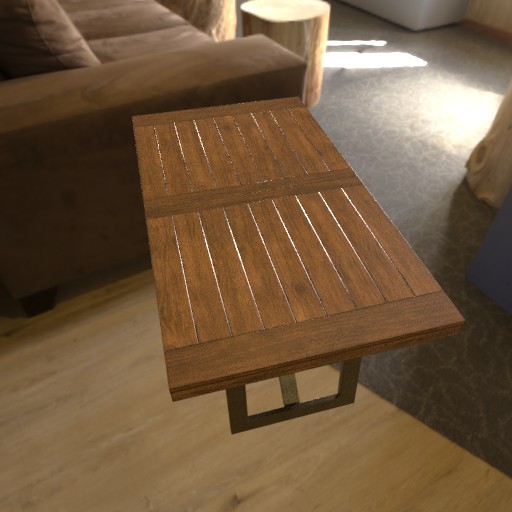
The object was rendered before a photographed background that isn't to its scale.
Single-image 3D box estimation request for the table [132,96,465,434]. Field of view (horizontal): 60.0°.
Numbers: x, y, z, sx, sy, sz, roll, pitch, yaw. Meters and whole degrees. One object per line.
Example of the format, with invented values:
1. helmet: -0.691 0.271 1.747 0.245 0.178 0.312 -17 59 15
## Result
1. table: 0.000 0.000 2.142 0.931 0.757 1.641 -10 45 -10
